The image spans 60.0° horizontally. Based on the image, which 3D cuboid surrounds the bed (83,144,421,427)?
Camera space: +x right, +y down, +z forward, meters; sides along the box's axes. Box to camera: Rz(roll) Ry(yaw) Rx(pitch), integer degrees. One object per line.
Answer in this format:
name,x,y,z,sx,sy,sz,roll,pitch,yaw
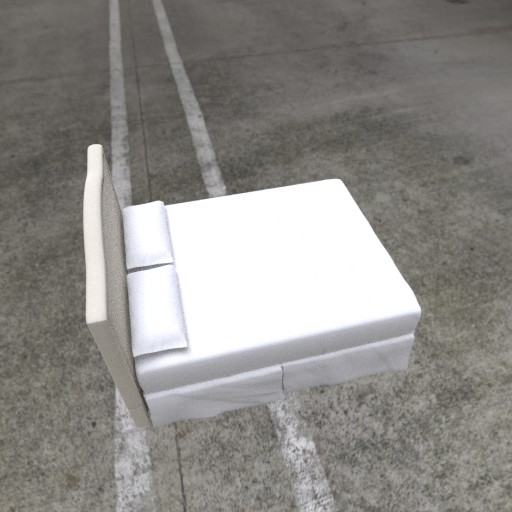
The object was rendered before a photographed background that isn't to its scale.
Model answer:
bed,0.000,0.000,3.429,2.196,1.449,1.741,-10,48,-10
